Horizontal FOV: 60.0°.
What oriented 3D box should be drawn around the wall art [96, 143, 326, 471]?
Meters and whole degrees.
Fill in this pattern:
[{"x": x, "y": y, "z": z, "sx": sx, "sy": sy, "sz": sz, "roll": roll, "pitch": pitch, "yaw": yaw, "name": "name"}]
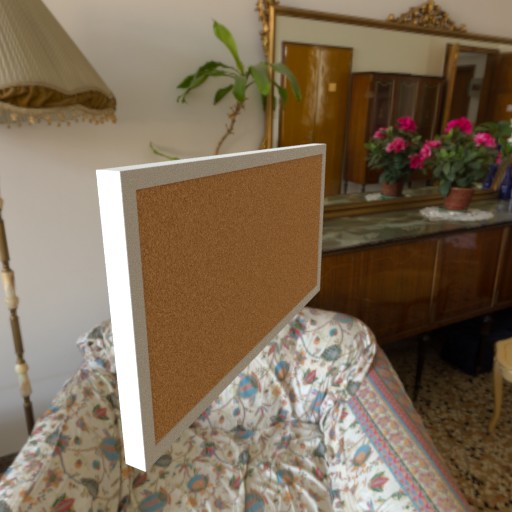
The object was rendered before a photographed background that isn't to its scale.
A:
[{"x": 0.000, "y": 0.000, "z": 0.940, "sx": 0.038, "sy": 0.431, "sz": 0.812, "roll": 8, "pitch": 18, "yaw": 25, "name": "wall art"}]
